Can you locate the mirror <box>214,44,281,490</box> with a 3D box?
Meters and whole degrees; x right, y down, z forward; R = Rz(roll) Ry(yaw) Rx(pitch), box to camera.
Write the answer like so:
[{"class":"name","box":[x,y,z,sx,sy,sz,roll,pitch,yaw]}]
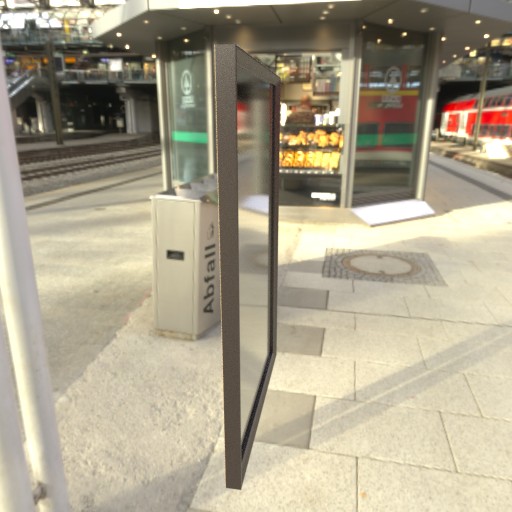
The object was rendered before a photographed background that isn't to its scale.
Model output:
[{"class":"mirror","box":[0.000,0.000,1.152,0.041,0.915,0.609,3,17,10]}]
